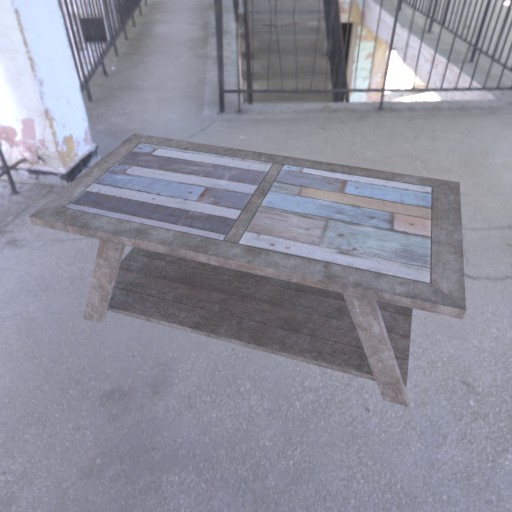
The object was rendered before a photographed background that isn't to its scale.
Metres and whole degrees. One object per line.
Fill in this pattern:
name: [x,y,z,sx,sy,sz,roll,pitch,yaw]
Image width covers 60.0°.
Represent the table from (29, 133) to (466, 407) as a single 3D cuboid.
table: [0.000,0.000,1.539,1.219,0.470,0.610,12,41,14]
